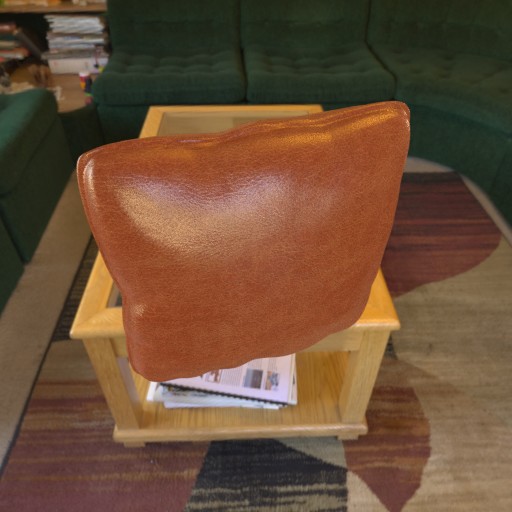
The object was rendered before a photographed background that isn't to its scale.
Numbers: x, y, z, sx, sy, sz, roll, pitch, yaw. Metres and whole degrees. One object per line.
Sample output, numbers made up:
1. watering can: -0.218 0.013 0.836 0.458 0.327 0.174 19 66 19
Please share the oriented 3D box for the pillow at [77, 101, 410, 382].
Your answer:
1. pillow: 0.000 0.000 0.814 0.532 0.523 0.236 -13 43 -15
